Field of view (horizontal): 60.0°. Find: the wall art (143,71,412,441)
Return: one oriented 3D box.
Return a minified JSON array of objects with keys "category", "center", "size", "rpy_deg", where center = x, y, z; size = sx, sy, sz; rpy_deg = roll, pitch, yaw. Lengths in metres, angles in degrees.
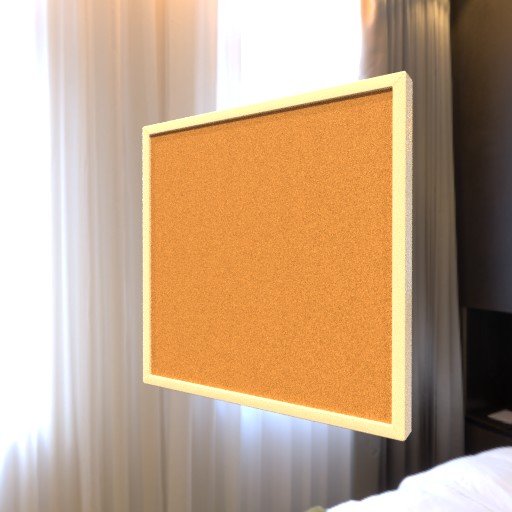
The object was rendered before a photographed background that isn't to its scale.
[{"category":"wall art","center":[0.000,0.000,0.758],"size":[0.508,0.508,0.038],"rpy_deg":[0,1,32]}]
